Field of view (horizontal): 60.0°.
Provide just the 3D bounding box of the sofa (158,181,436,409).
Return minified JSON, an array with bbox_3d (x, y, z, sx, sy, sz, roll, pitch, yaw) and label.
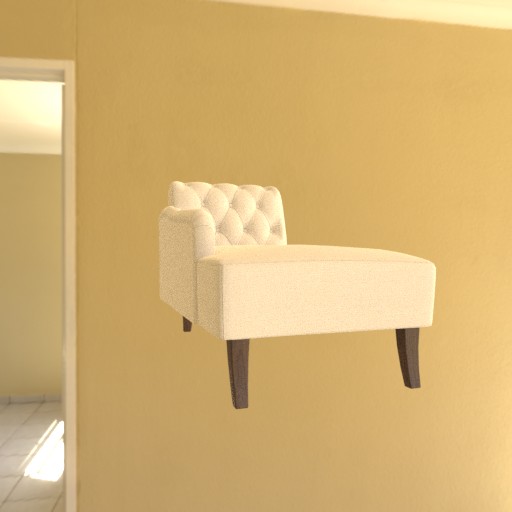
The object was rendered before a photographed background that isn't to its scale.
[{"bbox_3d":[0.000,0.000,1.853,0.675,0.787,1.379,0,0,-19],"label":"sofa"}]
